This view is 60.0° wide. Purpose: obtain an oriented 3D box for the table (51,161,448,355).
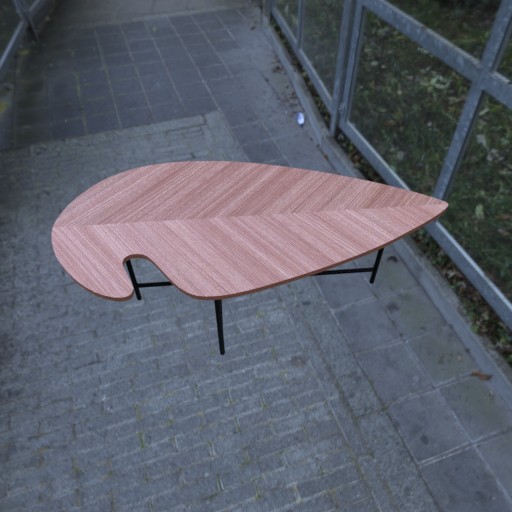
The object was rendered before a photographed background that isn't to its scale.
[{"bbox_3d":[0.000,0.000,1.470,1.199,0.360,0.598,-4,47,-4],"label":"table"}]
